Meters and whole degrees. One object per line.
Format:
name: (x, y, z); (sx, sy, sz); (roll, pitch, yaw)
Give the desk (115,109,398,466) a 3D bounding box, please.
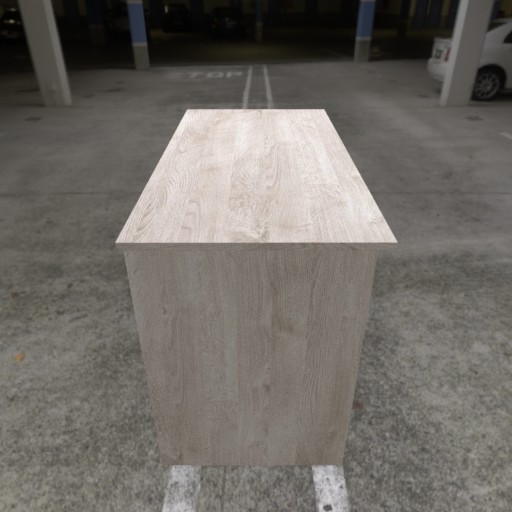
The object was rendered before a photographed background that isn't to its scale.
desk: (0.000, 0.000, 1.538); (0.560, 0.735, 1.097); (0, 31, 0)
